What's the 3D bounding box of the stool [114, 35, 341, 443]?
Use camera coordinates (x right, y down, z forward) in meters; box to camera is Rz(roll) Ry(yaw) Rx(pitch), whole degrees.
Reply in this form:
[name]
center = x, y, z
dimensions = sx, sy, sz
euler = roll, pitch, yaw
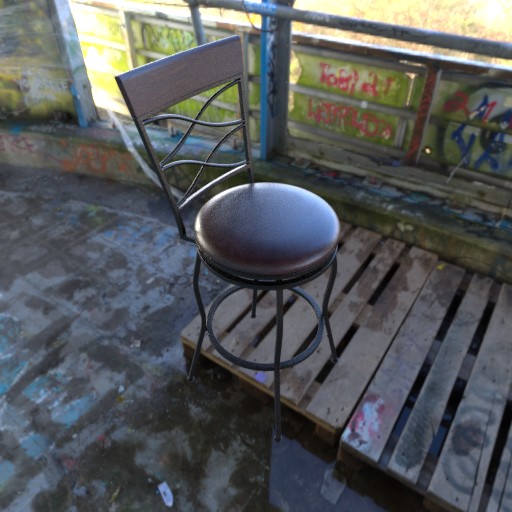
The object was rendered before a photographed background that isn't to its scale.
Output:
[stool]
center = 0.000, 0.000, 1.395
dimensions = 0.513, 1.130, 0.448
euler = 25, 46, 27
